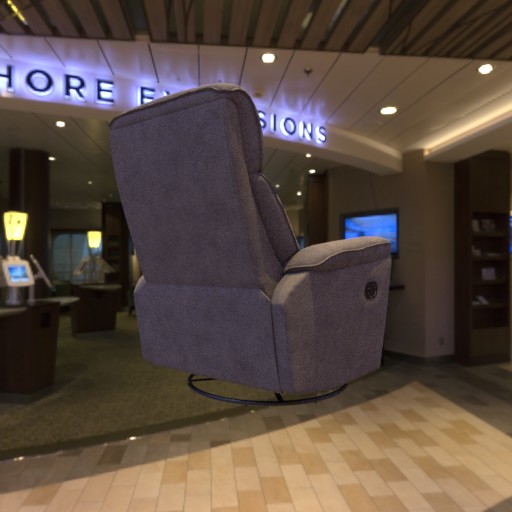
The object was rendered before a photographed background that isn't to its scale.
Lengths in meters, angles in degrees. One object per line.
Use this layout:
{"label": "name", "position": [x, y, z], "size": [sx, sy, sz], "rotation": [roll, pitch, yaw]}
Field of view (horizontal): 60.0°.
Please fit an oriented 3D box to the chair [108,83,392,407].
{"label": "chair", "position": [0.000, 0.000, 1.774], "size": [0.830, 1.036, 1.009], "rotation": [0, 0, 37]}
